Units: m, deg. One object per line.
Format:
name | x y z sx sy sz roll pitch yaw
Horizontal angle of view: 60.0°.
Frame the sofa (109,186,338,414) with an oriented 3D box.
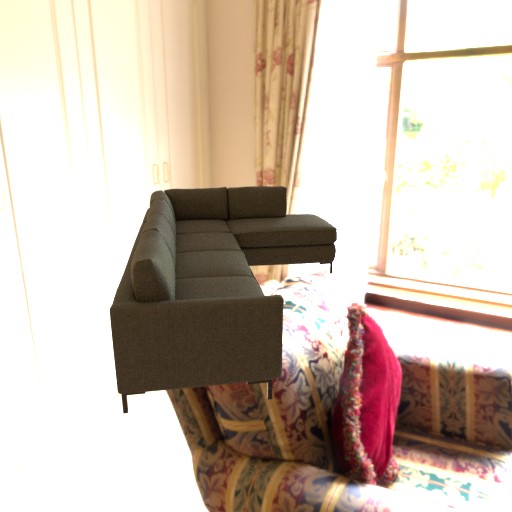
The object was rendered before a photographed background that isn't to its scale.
sofa | 0.000 0.000 3.795 1.984 0.858 2.972 -3 16 -9
